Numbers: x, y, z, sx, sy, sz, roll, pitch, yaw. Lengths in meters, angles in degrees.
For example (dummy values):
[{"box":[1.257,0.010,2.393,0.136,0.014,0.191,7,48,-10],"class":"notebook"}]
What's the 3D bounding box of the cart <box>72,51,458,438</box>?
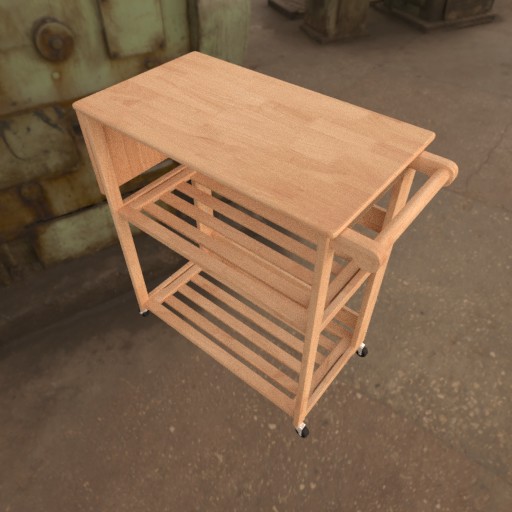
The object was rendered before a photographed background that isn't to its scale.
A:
[{"box":[0.000,0.000,1.331,0.853,0.879,0.432,30,53,26],"class":"cart"}]
